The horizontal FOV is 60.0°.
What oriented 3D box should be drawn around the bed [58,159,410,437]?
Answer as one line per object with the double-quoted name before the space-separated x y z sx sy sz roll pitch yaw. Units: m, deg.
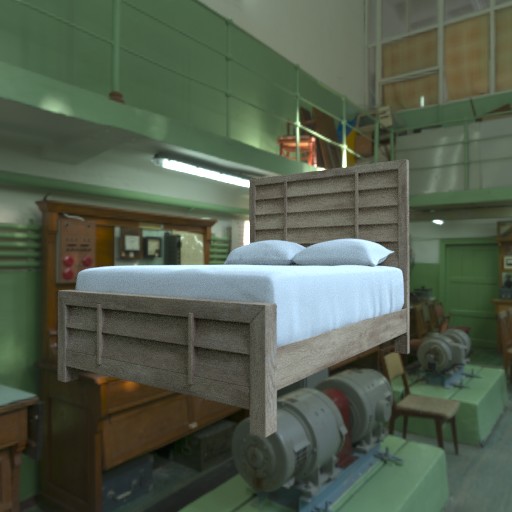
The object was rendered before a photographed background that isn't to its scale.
"bed" 0.000 0.000 3.310 1.626 1.626 2.197 0 -1 35
